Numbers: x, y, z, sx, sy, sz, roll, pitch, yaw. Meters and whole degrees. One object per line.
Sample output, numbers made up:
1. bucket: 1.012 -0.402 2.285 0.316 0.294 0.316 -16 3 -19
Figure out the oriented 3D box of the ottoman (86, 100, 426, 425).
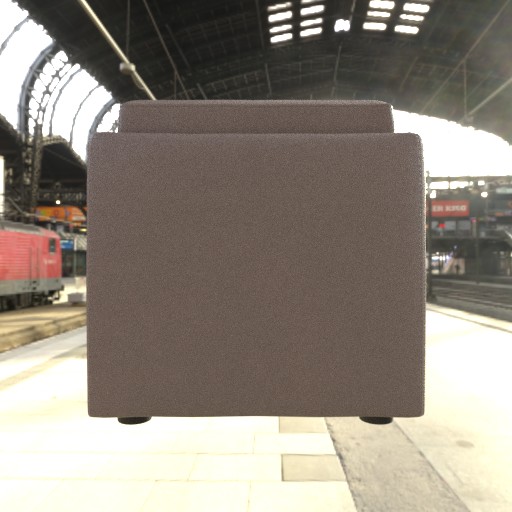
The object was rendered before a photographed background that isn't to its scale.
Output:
1. ottoman: 0.000 0.000 0.787 0.450 0.460 0.451 0 -1 0
